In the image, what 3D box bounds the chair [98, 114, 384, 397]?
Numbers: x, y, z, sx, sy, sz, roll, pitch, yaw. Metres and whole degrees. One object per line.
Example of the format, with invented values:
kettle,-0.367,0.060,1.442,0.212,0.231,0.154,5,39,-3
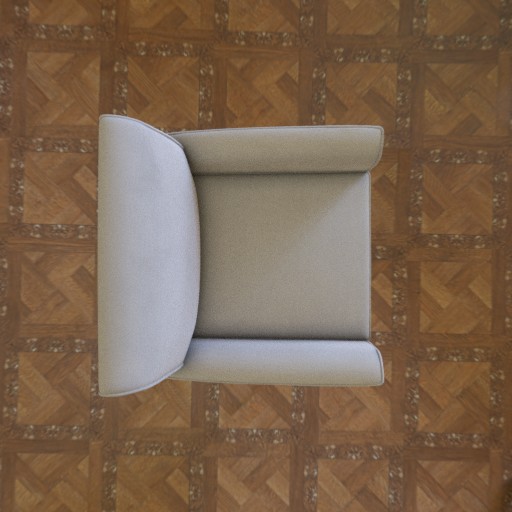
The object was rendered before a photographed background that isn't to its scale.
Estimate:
chair,0.000,0.000,1.568,0.821,0.915,0.820,0,90,0
